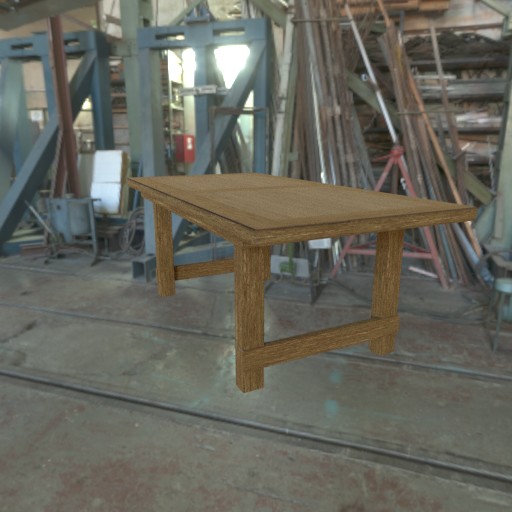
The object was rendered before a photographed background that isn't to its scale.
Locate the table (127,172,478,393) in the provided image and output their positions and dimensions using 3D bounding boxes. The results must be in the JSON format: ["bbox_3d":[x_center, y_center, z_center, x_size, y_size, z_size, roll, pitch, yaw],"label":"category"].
[{"bbox_3d":[0.000,0.000,2.513,1.000,0.762,1.982,-7,17,-26],"label":"table"}]
